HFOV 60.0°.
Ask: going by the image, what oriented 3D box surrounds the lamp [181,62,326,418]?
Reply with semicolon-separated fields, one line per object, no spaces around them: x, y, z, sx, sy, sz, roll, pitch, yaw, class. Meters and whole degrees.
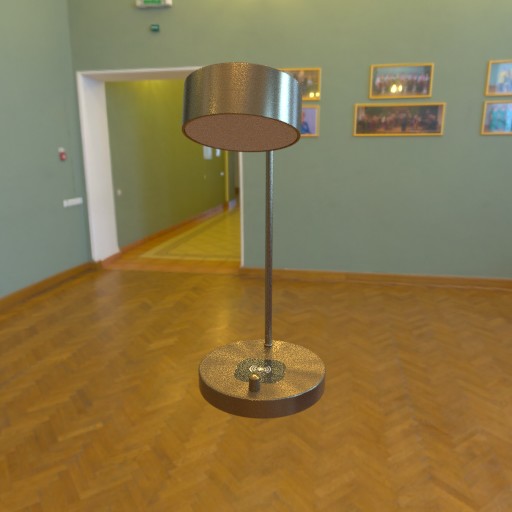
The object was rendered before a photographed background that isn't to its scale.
0.000;0.000;0.516;0.171;0.380;0.270;2;14;9;lamp
